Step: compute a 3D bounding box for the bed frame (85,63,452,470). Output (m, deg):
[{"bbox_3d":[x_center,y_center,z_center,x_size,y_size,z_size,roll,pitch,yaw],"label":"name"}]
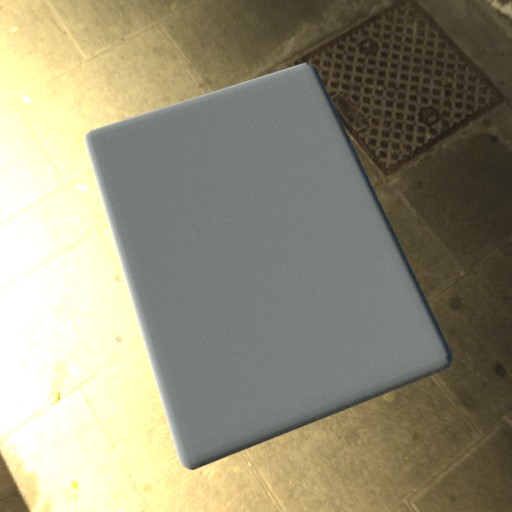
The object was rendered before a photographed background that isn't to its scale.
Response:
[{"bbox_3d":[0.000,0.000,2.823,1.528,0.677,2.037,-20,75,-5],"label":"bed frame"}]
